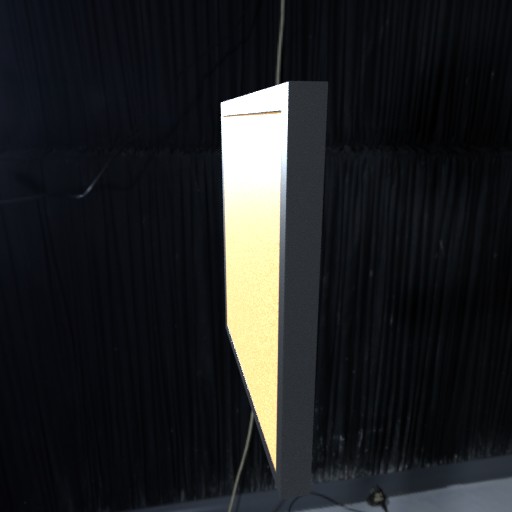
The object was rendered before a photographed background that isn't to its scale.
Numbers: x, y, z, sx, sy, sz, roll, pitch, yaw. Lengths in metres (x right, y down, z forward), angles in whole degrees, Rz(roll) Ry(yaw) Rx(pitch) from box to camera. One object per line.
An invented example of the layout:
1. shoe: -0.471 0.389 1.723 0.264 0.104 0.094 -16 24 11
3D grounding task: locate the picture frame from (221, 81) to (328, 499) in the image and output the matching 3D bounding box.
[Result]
1. picture frame: 0.000 0.000 0.518 0.029 0.353 0.355 -3 17 -11
